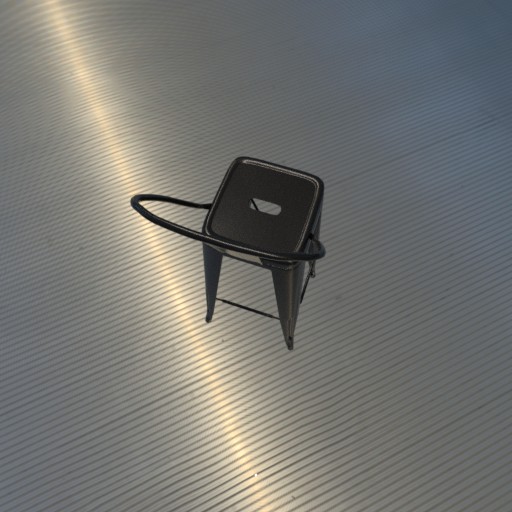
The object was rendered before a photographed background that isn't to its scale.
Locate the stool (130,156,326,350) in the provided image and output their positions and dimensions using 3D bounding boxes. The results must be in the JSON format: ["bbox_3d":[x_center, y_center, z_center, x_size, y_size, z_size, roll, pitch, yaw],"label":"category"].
[{"bbox_3d":[0.000,0.000,1.366,0.399,1.096,0.513,17,65,8],"label":"stool"}]
